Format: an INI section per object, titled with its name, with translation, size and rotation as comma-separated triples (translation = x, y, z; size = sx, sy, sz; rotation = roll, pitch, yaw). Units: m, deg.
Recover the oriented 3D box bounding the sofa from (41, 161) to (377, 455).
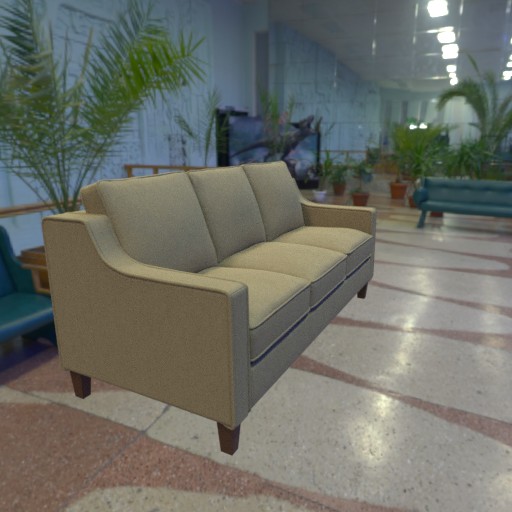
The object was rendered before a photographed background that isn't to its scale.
[sofa]
translation = 0.000, 0.000, 2.503
size = 0.911, 0.974, 1.986
rotation = 8, 17, 27
